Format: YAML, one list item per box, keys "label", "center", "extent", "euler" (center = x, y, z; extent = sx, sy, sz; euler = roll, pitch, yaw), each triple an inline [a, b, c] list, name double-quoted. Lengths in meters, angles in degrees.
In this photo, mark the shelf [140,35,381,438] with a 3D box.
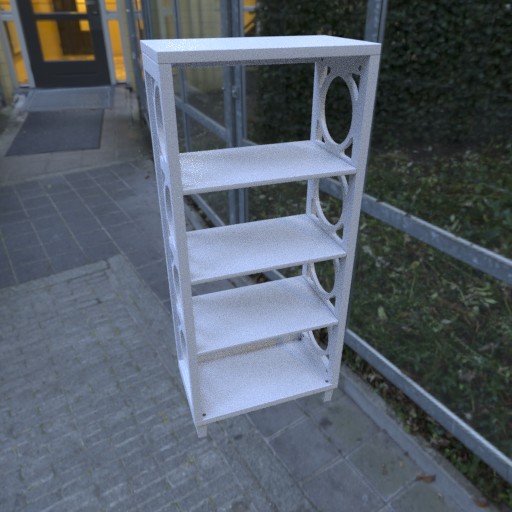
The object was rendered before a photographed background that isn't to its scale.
- label: "shelf"
  center: [0.000, 0.000, 1.616]
  extent: [0.611, 1.411, 0.340]
  euler: [-10, 32, -17]
